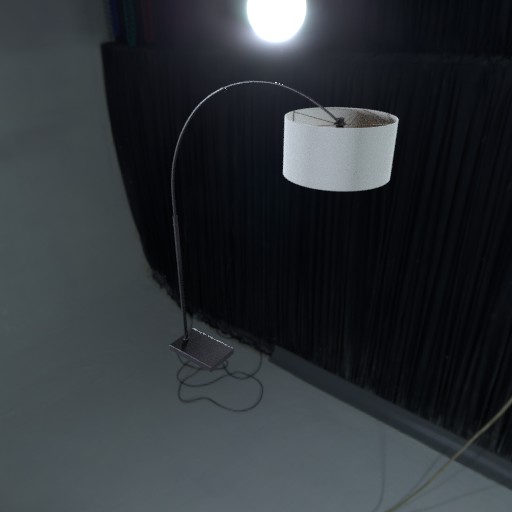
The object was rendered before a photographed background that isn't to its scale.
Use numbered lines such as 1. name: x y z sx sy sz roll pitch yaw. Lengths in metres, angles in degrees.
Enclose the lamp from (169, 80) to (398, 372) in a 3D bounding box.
1. lamp: 0.000 0.000 2.598 1.424 1.927 0.493 19 33 32
